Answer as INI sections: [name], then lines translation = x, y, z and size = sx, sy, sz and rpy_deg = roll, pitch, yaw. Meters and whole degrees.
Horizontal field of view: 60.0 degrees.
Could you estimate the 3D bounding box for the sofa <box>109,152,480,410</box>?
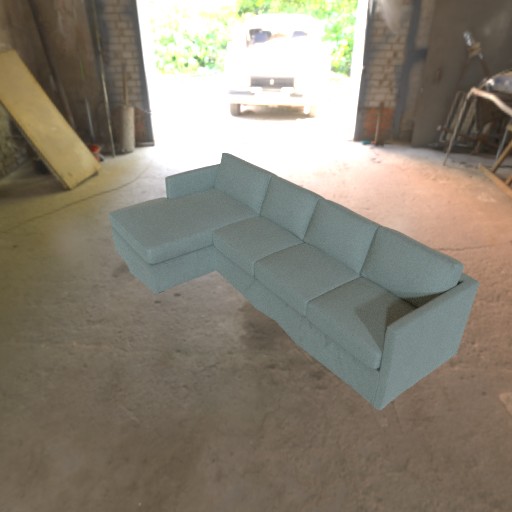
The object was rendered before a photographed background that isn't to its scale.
[sofa]
translation = 0.000, 0.000, 3.982
size = 1.650, 0.922, 3.205
rpy_deg = -21, 37, -30
